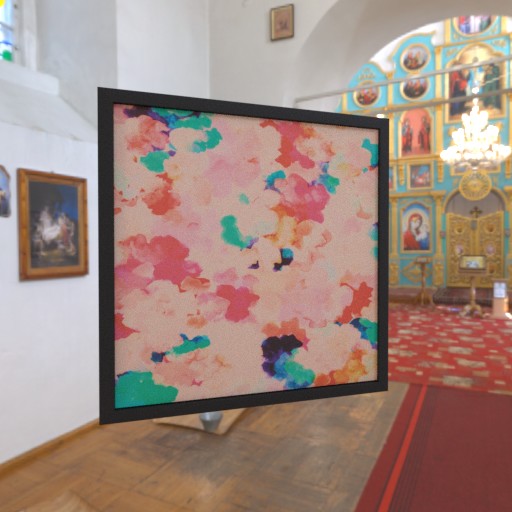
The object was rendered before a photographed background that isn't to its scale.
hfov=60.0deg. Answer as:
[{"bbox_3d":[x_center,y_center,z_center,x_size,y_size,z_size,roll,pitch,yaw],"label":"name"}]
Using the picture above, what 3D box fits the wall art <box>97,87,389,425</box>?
[{"bbox_3d":[0.000,0.000,0.756,0.506,0.503,0.036,0,1,-18],"label":"wall art"}]
